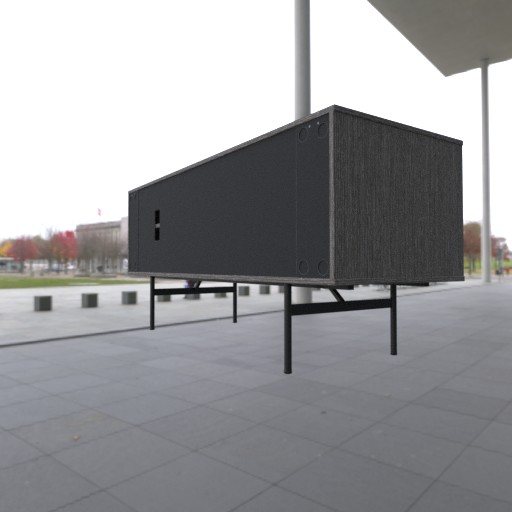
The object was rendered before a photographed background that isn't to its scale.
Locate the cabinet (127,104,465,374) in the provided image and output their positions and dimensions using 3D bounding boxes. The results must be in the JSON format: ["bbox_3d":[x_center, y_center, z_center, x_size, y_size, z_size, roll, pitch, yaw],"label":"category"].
[{"bbox_3d":[0.000,0.000,1.585,0.500,0.599,1.300,1,-2,-34],"label":"cabinet"}]
